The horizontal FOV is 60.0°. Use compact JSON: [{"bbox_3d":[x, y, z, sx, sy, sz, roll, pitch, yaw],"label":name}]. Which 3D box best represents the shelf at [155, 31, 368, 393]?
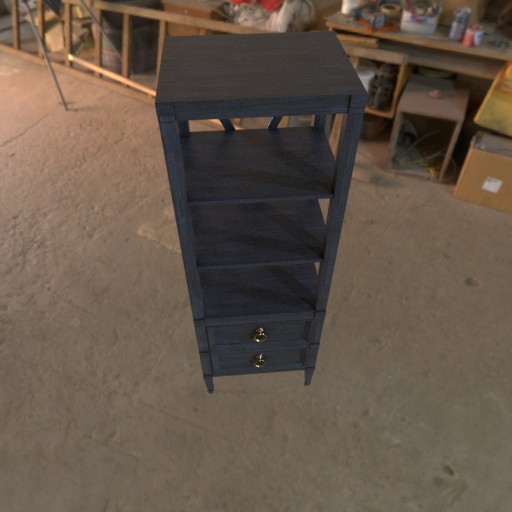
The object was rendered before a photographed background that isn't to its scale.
[{"bbox_3d":[0.000,0.000,1.988,0.584,1.727,0.472,-4,47,-3],"label":"shelf"}]
